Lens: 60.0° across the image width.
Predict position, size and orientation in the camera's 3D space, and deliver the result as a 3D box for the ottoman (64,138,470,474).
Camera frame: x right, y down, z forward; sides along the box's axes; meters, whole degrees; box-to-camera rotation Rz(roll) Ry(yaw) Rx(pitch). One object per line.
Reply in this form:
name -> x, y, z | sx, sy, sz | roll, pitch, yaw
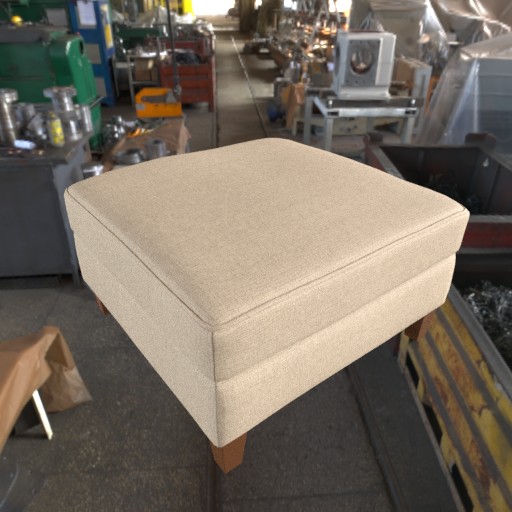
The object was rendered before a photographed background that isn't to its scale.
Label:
ottoman -> 0.000, 0.000, 1.333 | 0.838, 0.503, 0.838 | -22, 37, -32
